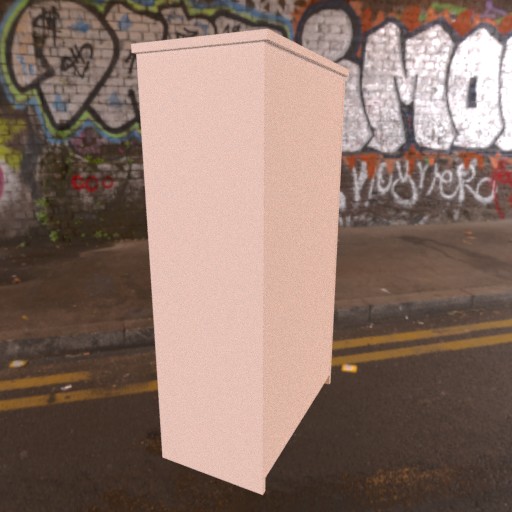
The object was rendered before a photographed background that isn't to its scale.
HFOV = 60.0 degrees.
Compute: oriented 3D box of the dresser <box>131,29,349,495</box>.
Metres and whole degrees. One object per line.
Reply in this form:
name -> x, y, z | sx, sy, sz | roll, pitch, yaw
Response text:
dresser -> 0.000, 0.000, 1.528 | 0.399, 1.255, 0.704 | 7, 17, 25
